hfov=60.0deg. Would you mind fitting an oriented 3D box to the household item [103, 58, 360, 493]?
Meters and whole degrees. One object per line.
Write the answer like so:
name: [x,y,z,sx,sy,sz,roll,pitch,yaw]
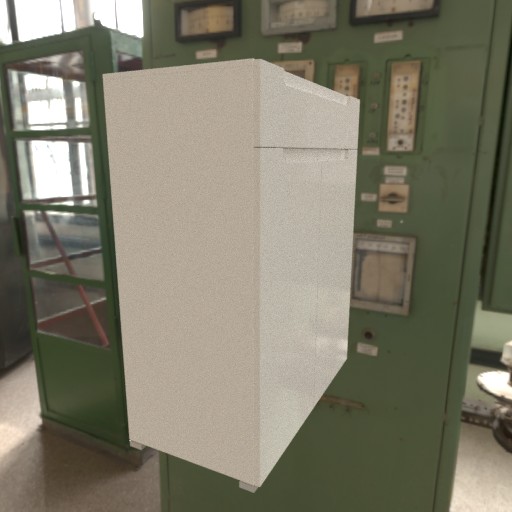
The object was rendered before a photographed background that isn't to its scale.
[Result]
household item: [0.000,0.000,1.421,0.420,1.010,0.790,7,15,26]
